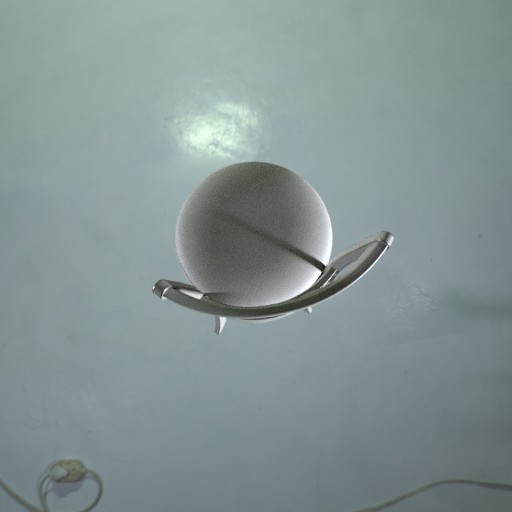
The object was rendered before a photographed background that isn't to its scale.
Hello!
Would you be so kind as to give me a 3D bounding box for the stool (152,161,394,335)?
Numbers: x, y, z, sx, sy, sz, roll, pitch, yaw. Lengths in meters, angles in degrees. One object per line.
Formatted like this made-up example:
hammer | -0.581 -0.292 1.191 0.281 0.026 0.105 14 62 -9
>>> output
stool | 0.000 0.000 1.304 0.436 1.042 0.475 -12 76 -3
